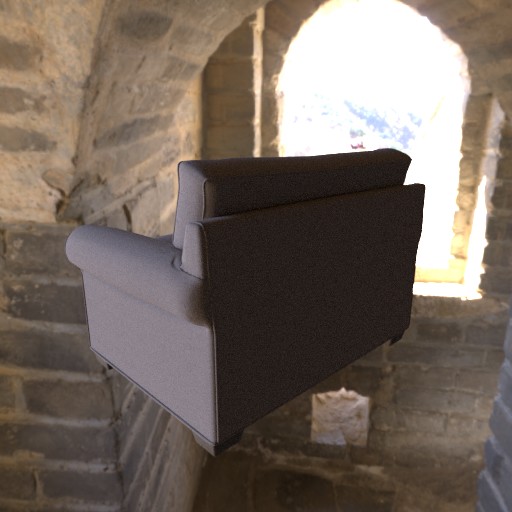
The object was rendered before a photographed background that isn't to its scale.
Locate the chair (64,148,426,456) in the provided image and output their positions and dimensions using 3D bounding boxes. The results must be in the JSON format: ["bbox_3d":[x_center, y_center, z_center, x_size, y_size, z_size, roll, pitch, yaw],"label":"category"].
[{"bbox_3d":[0.000,0.000,1.993,1.390,0.930,0.930,-15,22,-42],"label":"chair"}]
